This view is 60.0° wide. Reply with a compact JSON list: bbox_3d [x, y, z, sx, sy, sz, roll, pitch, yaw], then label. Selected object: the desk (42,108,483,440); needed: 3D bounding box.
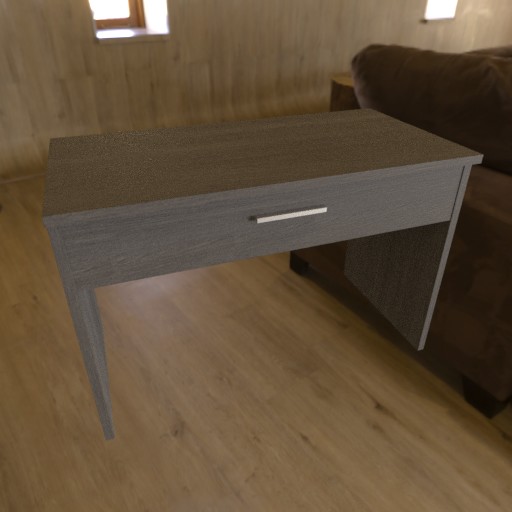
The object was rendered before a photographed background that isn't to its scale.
[{"bbox_3d":[0.000,0.000,1.444,1.099,0.729,0.557,-11,33,-17],"label":"desk"}]
